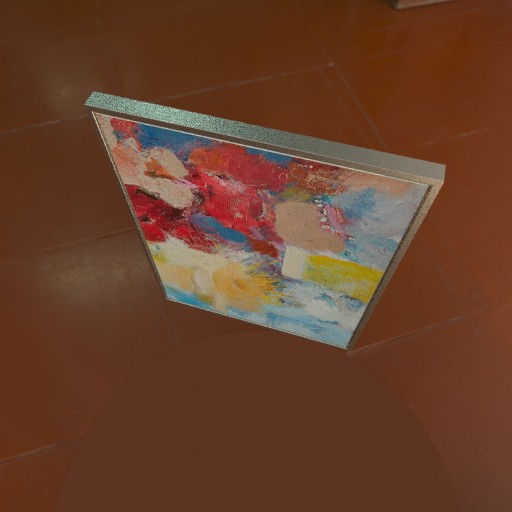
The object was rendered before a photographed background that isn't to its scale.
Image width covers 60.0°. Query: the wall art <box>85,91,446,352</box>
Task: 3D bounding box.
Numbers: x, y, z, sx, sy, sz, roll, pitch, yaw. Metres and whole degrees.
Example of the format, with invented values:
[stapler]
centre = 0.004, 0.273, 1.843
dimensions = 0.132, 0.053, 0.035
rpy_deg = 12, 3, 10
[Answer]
[wall art]
centre = 0.000, 0.000, 0.775
dimensions = 0.444, 0.569, 0.025
rpy_deg = 14, 60, 8
